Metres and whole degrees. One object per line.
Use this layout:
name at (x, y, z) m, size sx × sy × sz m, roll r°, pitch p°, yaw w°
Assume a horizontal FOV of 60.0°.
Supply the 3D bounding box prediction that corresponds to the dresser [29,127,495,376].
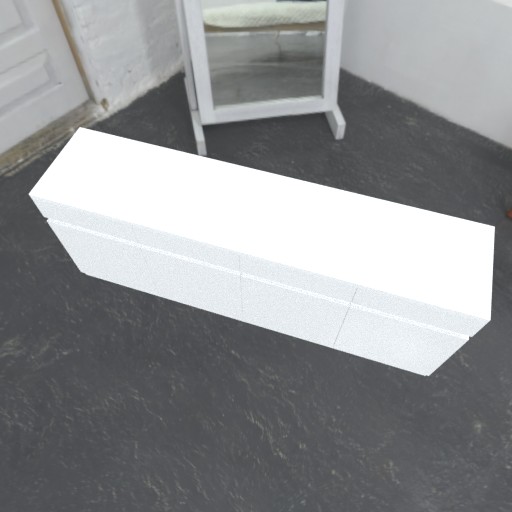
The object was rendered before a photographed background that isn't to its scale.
dresser at (0.000, 0.000, 2.495) m, size 2.200 × 0.840 × 0.500 m, roll 15°, pitch 59°, yaw 9°
